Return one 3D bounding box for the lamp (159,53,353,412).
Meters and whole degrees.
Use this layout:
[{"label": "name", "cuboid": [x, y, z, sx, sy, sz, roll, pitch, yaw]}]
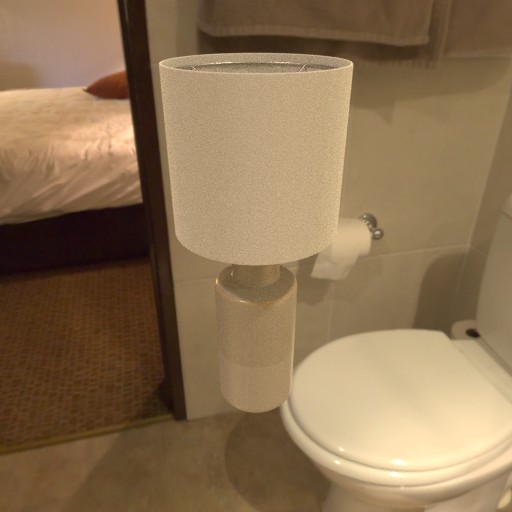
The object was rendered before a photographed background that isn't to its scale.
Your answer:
[{"label": "lamp", "cuboid": [0.000, 0.000, 0.610, 0.212, 0.493, 0.212, 21, 35, 33]}]
